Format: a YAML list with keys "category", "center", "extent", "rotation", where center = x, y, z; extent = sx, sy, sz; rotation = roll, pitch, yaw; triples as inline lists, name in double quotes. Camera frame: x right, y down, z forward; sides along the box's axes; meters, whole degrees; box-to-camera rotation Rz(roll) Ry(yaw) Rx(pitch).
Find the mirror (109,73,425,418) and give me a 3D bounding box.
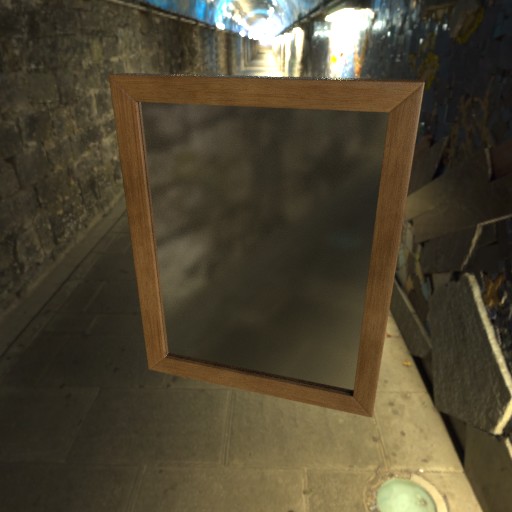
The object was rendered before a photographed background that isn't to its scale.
- category: "mirror"
  center: [0.000, 0.000, 0.676]
  extent: [0.405, 0.508, 0.041]
  rotation: [8, 27, 15]
